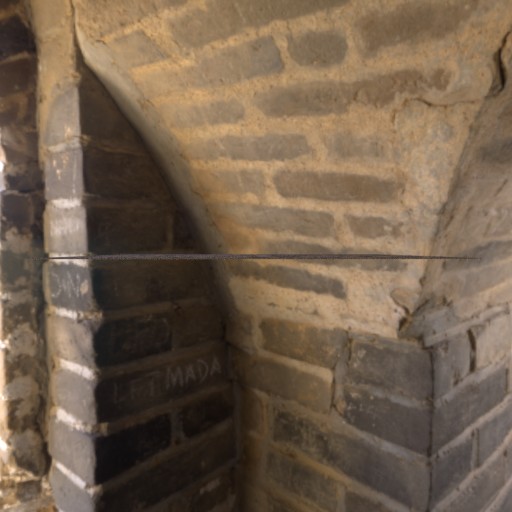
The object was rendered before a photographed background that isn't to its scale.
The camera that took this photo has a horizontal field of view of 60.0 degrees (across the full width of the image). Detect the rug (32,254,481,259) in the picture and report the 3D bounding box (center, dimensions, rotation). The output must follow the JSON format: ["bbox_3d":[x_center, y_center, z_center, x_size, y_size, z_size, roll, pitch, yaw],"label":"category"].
[{"bbox_3d":[0.000,0.000,4.099,2.977,0.008,2.380,0,1,-1],"label":"rug"}]
